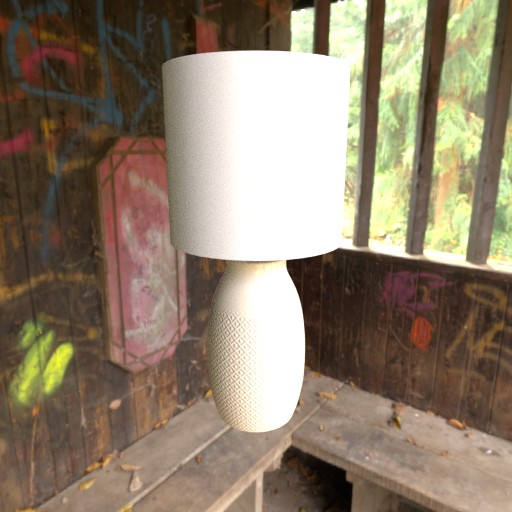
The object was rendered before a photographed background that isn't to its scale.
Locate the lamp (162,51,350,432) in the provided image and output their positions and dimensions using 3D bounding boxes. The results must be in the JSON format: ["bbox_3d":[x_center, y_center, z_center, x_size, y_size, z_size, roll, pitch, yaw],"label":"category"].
[{"bbox_3d":[0.000,0.000,0.576,0.217,0.453,0.217,2,15,8],"label":"lamp"}]
